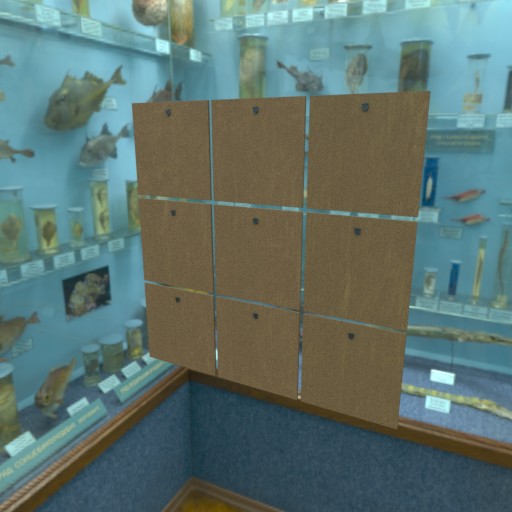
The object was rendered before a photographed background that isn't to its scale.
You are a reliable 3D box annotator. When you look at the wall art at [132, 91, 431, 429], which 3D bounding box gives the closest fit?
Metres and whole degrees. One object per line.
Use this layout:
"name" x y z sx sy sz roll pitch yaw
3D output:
"wall art" 0.000 0.000 2.261 1.526 1.522 0.023 8 17 27
